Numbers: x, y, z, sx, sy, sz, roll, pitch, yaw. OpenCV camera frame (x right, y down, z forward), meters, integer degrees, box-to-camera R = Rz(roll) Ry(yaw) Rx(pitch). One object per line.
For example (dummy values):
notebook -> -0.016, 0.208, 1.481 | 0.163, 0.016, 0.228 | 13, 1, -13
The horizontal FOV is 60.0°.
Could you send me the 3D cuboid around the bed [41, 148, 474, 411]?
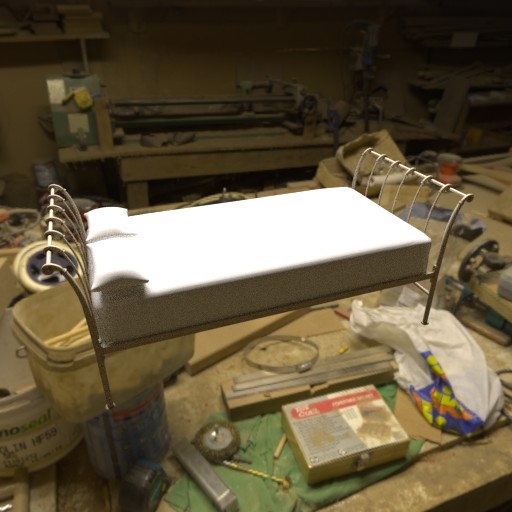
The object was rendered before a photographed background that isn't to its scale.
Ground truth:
bed -> 0.000, 0.000, 2.737 | 2.228, 0.873, 1.032 | -10, 31, -18
